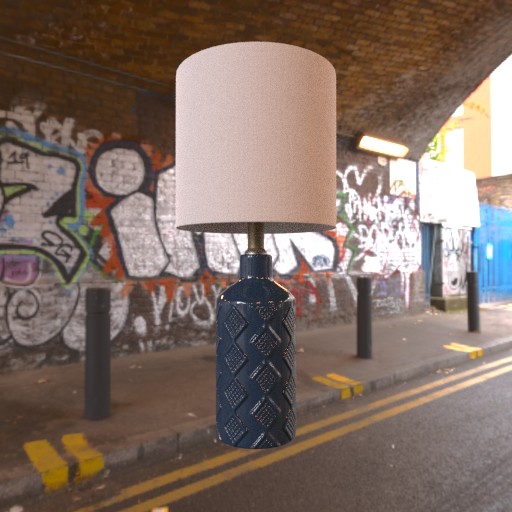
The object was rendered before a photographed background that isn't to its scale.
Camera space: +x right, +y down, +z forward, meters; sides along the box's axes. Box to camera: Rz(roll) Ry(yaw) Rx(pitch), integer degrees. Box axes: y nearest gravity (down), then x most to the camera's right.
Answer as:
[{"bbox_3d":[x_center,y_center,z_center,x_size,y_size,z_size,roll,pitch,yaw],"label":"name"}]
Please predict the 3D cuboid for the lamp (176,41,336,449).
[{"bbox_3d":[0.000,0.000,0.579,0.207,0.461,0.207,0,-1,1],"label":"lamp"}]
